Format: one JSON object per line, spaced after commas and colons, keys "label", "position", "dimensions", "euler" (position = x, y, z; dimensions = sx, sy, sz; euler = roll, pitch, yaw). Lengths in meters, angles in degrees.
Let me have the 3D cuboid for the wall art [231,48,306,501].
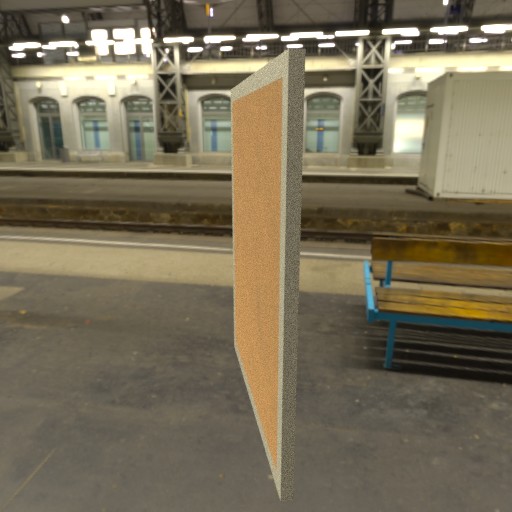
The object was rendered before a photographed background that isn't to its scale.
{"label": "wall art", "position": [0.000, 0.000, 1.072], "dimensions": [0.026, 0.811, 0.661], "euler": [-3, 16, -10]}
